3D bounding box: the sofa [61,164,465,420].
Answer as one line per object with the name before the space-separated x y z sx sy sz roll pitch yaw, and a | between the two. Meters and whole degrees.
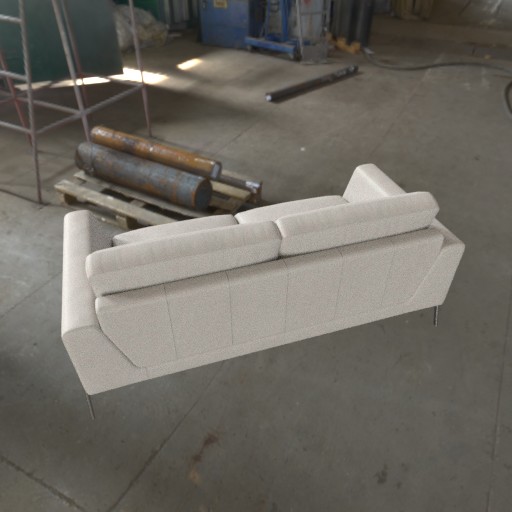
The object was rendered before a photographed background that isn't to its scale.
sofa | 0.000 0.000 2.513 2.017 0.875 0.953 -12 40 -14
